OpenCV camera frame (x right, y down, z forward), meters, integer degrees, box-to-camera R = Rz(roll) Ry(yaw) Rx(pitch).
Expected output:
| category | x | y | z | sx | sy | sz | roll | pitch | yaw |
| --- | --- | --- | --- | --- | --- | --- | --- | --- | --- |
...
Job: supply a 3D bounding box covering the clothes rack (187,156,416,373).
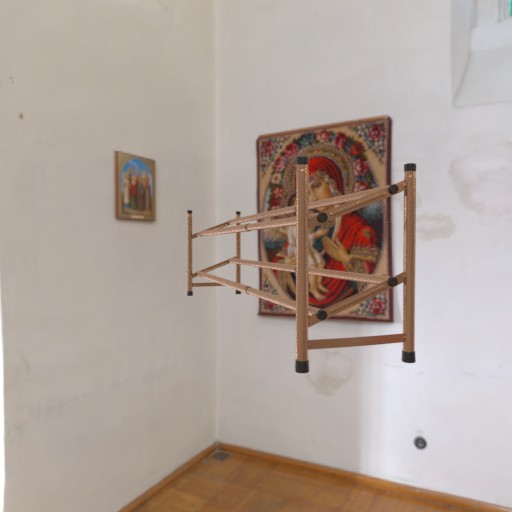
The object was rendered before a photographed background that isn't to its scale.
| category | x | y | z | sx | sy | sz | roll | pitch | yaw |
| --- | --- | --- | --- | --- | --- | --- | --- | --- | --- |
| clothes rack | 0.000 | 0.000 | 1.295 | 0.229 | 0.349 | 1.168 | 0 | 1 | -18 |
